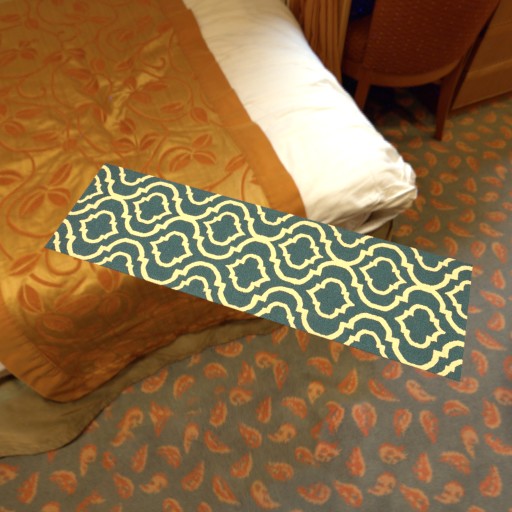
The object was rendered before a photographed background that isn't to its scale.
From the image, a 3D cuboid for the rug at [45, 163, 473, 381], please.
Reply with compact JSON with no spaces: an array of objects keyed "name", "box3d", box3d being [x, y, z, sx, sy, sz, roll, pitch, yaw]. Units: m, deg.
[{"name":"rug","box3d":[0.000,0.000,2.479,2.296,0.006,0.685,17,60,10]}]
